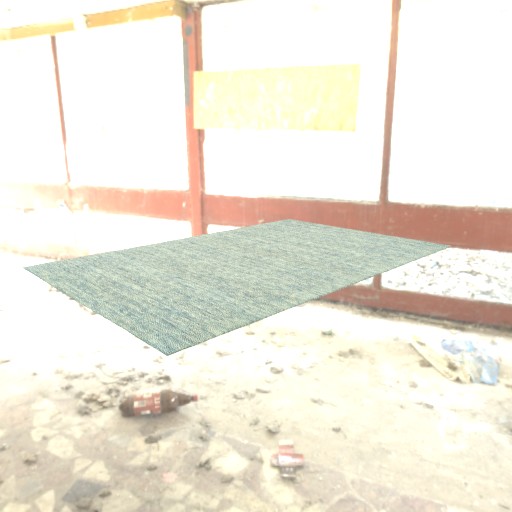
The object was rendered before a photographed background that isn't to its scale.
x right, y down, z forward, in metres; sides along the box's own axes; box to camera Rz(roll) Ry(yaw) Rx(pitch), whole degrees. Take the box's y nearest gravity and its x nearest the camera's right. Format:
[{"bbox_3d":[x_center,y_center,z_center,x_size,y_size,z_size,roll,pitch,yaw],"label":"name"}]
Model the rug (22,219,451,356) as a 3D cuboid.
[{"bbox_3d":[0.000,0.000,2.137,1.752,0.006,1.142,-14,20,-42],"label":"rug"}]
